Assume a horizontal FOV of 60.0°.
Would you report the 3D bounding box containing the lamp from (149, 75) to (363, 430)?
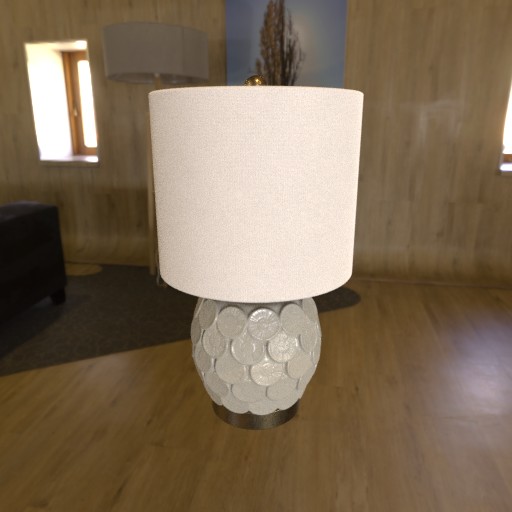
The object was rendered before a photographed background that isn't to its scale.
[{"bbox_3d":[0.000,0.000,0.596,0.254,0.452,0.254,0,17,0],"label":"lamp"}]
